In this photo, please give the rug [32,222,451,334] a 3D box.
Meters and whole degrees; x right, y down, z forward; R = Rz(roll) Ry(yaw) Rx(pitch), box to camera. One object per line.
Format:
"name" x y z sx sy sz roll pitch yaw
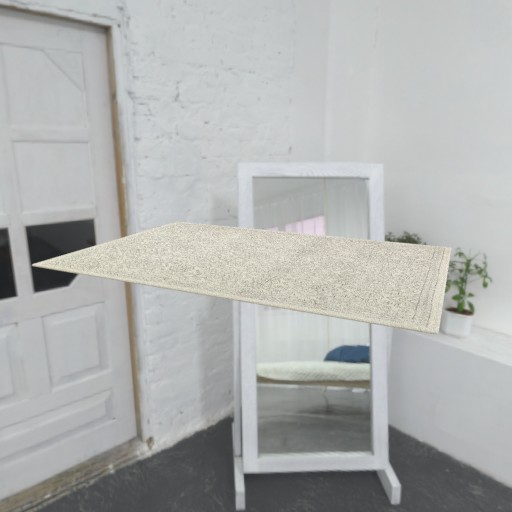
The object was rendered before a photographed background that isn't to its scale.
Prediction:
"rug" 0.000 0.000 2.875 2.286 0.011 1.524 7 17 24
